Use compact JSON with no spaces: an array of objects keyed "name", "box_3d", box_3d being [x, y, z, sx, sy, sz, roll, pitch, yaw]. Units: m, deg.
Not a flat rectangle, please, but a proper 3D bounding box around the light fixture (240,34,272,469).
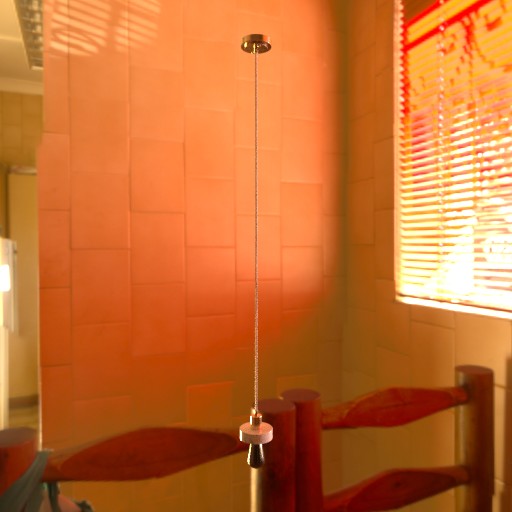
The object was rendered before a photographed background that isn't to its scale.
[{"name":"light fixture","box_3d":[0.000,0.000,1.734,0.129,1.669,0.129,0,1,37]}]
